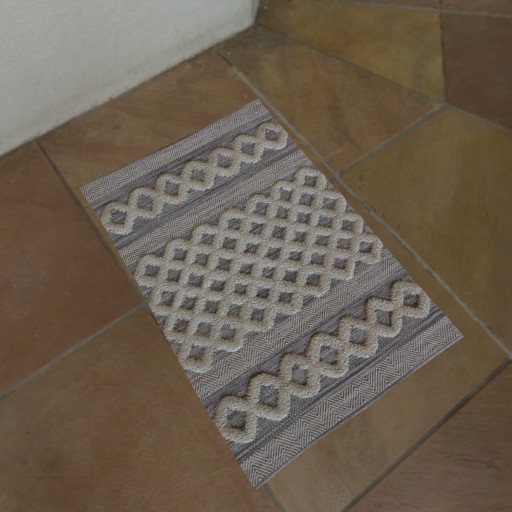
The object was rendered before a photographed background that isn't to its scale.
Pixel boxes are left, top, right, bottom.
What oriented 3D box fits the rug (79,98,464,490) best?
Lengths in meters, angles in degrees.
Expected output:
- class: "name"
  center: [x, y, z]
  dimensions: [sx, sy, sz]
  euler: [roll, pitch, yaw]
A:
- class: "rug"
  center: [0.000, 0.000, 2.328]
  dimensions: [1.222, 0.030, 1.823]
  euler: [-31, 69, -13]
